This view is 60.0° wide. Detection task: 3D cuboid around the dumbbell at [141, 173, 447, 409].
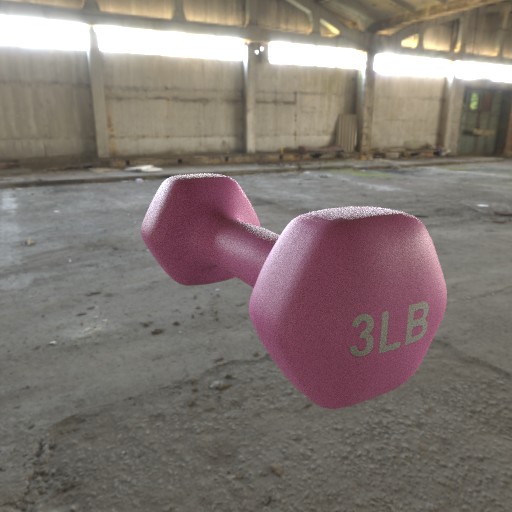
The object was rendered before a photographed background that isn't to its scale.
[{"bbox_3d":[0.000,0.000,0.188,0.064,0.058,0.159,-8,18,-27],"label":"dumbbell"}]
